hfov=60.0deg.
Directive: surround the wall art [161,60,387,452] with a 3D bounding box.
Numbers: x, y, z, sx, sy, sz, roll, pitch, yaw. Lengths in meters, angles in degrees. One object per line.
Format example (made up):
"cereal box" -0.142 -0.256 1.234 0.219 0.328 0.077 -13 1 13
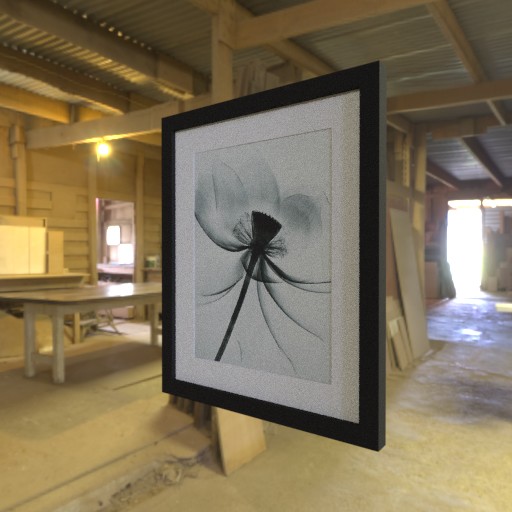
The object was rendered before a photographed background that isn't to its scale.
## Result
"wall art" 0.000 0.000 0.779 0.457 0.559 0.029 0 1 36
